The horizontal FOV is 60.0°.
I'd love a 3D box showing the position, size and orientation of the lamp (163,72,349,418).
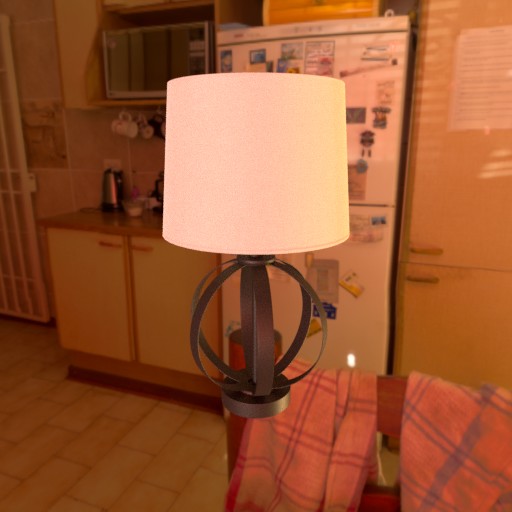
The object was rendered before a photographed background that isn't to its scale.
[{"bbox_3d":[0.000,0.000,0.705,0.286,0.510,0.286,0,15,0],"label":"lamp"}]
